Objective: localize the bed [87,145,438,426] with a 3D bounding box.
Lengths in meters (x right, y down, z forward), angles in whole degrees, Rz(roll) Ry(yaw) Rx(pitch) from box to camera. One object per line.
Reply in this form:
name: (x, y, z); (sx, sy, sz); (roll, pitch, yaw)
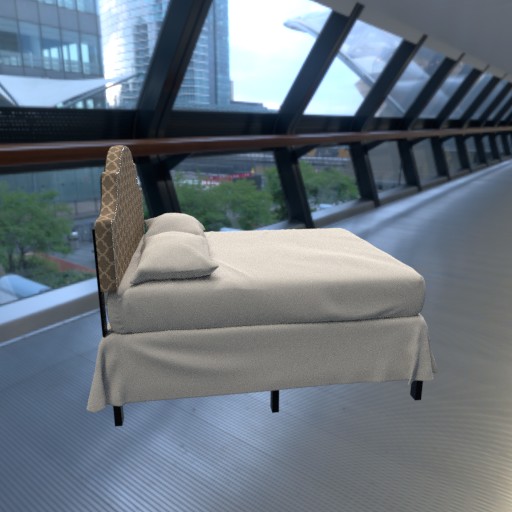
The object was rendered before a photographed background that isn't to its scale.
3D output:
bed: (0.000, 0.000, 3.358); (2.222, 1.633, 1.780); (-2, 15, -8)
